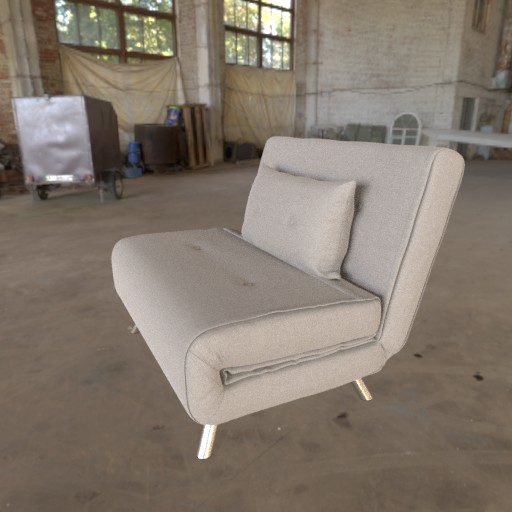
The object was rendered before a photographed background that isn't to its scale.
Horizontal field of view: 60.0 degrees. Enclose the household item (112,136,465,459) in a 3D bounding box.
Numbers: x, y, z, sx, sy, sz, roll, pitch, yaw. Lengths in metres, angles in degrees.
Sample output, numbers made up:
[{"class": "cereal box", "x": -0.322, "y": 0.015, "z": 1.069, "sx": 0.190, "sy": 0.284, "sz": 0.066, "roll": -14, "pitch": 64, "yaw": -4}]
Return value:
[{"class": "household item", "x": 0.000, "y": 0.000, "z": 1.611, "sx": 0.874, "sy": 0.800, "sz": 1.000, "roll": -9, "pitch": 19, "yaw": -26}]
